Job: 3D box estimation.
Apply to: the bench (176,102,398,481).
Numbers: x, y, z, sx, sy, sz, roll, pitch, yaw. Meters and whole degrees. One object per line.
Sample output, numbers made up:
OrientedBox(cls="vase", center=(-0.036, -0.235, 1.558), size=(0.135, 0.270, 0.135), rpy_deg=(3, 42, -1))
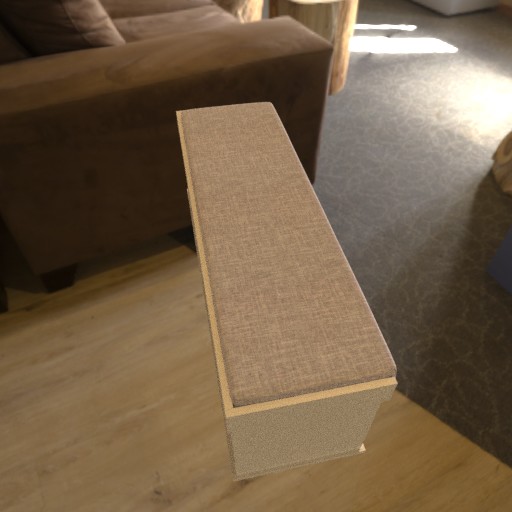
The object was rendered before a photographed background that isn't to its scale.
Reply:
OrientedBox(cls="bench", center=(0.000, 0.000, 1.424), size=(0.363, 0.453, 1.196), rpy_deg=(-8, 47, -8))
